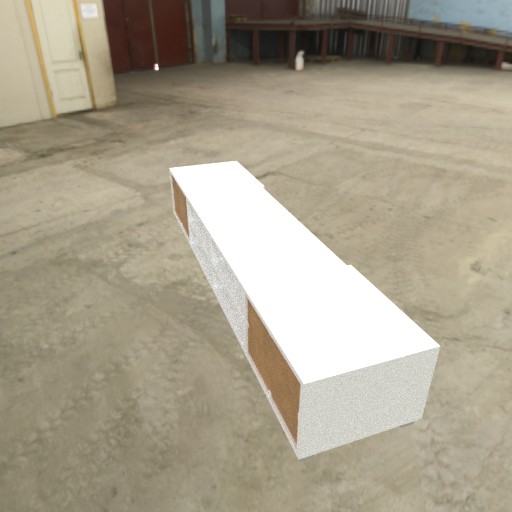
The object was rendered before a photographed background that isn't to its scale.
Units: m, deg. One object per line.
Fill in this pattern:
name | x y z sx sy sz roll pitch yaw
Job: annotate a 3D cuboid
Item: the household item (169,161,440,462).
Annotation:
household item | 0.000 0.000 2.005 0.420 0.310 1.850 -10 30 -17
